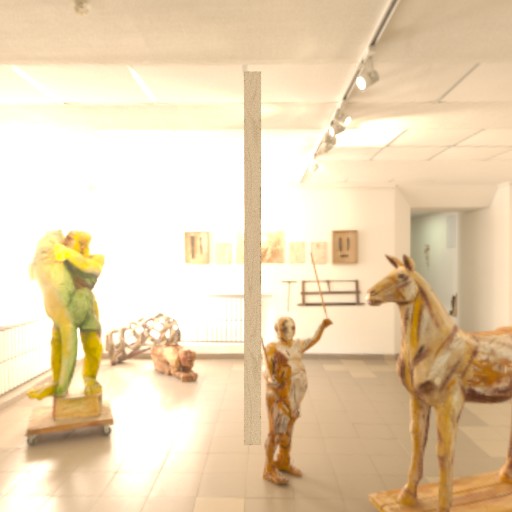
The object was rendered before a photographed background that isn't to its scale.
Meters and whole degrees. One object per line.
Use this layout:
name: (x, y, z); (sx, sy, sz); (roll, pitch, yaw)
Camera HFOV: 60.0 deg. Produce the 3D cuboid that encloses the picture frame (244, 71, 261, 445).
picture frame: (0.000, 0.000, 1.235); (0.029, 0.640, 0.950); (0, 1, 1)
